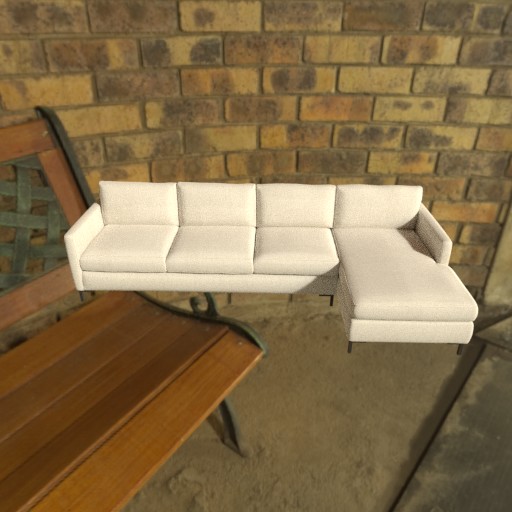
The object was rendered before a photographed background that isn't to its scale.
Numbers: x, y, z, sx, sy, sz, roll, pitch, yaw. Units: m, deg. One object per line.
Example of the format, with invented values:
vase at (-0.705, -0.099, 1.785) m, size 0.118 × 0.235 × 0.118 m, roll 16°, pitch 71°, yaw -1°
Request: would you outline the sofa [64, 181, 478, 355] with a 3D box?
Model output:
sofa at (0.000, 0.000, 2.884) m, size 2.445 × 0.677 × 1.126 m, roll 1°, pitch 29°, yaw 2°
